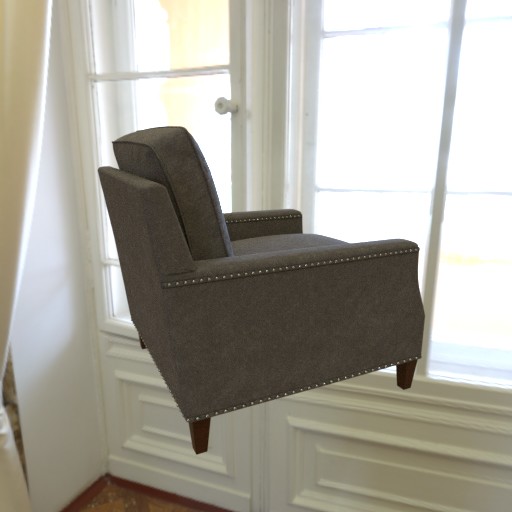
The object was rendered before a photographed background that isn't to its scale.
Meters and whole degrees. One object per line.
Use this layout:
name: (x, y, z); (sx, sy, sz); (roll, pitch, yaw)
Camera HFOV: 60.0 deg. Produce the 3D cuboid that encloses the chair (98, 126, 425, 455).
chair: (0.000, 0.000, 1.713); (1.014, 0.948, 0.853); (-7, 16, -25)
